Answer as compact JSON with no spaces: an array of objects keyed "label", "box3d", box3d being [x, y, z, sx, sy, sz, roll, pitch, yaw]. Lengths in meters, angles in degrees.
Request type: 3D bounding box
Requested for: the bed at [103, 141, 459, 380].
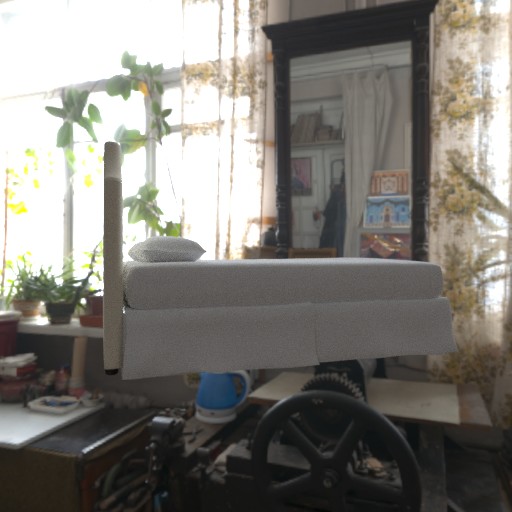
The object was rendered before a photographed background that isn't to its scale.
[{"label":"bed","box3d":[0.000,0.000,4.258,2.773,1.590,2.350,0,0,-19]}]
